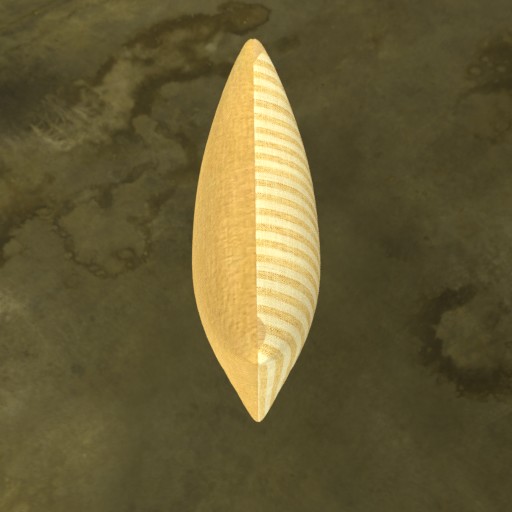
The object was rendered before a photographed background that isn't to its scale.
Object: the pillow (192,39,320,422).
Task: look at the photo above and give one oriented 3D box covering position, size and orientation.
[{"bbox_3d":[0.000,0.000,0.649,0.173,0.407,0.419,-1,64,0],"label":"pillow"}]
